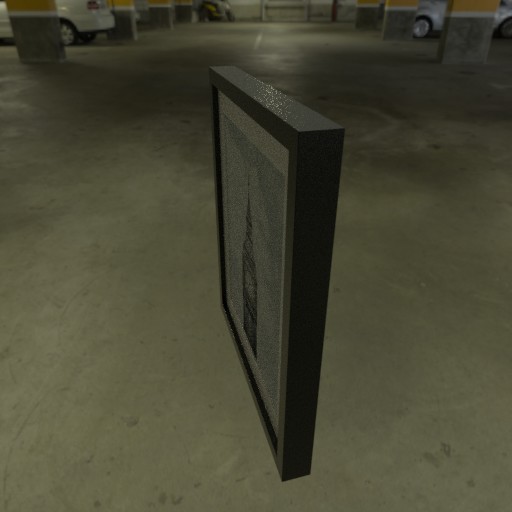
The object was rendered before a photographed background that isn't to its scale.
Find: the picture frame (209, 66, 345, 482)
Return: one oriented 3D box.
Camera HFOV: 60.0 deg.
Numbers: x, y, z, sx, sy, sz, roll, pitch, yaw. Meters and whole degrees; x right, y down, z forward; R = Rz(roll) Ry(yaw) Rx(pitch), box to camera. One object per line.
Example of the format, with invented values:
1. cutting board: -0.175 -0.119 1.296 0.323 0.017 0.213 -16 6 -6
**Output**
1. picture frame: 0.000 0.000 0.526 0.034 0.378 0.328 -8 31 -13
